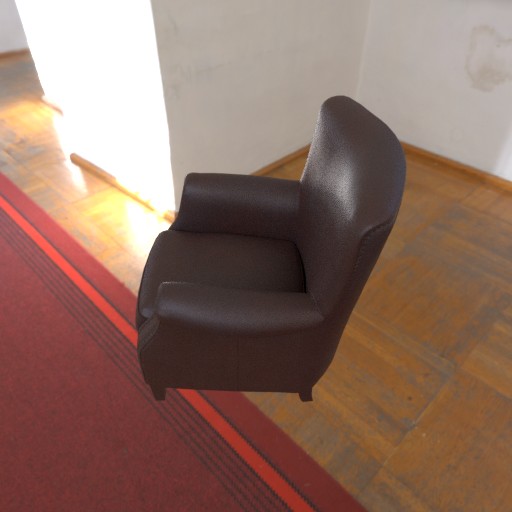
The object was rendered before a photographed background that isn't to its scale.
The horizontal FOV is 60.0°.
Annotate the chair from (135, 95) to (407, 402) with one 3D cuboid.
[{"bbox_3d":[0.000,0.000,1.389,0.746,0.800,0.700,0,41,0],"label":"chair"}]
